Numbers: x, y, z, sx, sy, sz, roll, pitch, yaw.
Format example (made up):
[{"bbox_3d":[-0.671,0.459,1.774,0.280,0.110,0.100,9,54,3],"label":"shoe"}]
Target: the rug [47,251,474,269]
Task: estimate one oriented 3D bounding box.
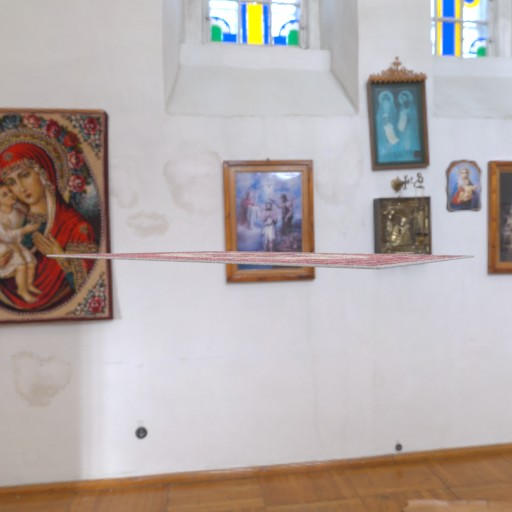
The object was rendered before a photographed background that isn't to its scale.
[{"bbox_3d":[0.000,0.000,2.805,2.232,0.011,1.555,1,2,37],"label":"rug"}]
